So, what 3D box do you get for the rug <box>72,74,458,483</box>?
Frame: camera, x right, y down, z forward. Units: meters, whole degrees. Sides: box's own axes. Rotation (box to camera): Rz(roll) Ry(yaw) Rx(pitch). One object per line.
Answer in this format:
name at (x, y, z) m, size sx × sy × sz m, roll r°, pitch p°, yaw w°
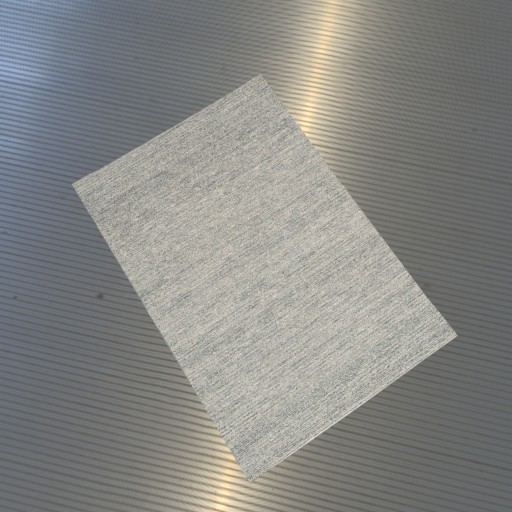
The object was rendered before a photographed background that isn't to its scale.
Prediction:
rug at (0.000, 0.000, 3.011) m, size 1.616 × 0.030 × 2.338 m, roll -32°, pitch 78°, yaw -8°
